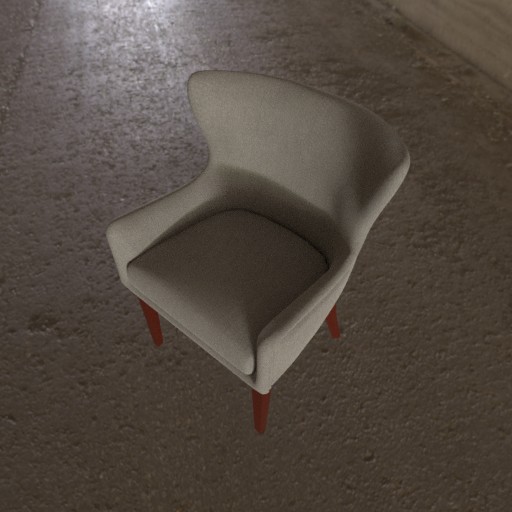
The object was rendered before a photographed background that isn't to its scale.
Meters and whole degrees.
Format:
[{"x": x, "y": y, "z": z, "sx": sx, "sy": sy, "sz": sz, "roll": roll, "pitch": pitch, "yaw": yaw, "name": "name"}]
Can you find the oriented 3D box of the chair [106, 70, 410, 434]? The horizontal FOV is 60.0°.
[{"x": 0.000, "y": 0.000, "z": 1.466, "sx": 0.732, "sy": 0.948, "sz": 0.677, "roll": 32, "pitch": 55, "yaw": 26, "name": "chair"}]
